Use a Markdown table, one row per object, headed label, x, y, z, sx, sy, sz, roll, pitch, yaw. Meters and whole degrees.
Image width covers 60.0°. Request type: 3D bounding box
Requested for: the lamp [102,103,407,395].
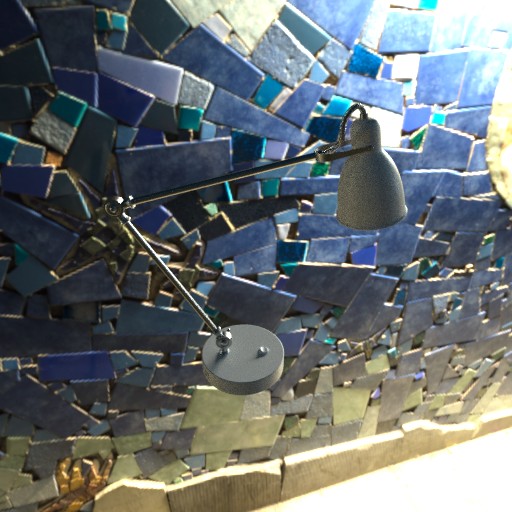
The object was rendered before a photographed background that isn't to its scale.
| label | x | y | z | sx | sy | sz | roll | pitch | yaw |
| --- | --- | --- | --- | --- | --- | --- | --- | --- | --- |
| lamp | 0.000 | 0.000 | 0.875 | 0.561 | 0.587 | 0.187 | -1 | 32 | -2 |
